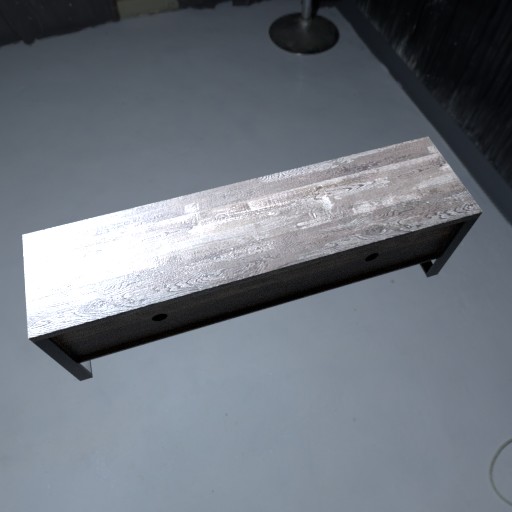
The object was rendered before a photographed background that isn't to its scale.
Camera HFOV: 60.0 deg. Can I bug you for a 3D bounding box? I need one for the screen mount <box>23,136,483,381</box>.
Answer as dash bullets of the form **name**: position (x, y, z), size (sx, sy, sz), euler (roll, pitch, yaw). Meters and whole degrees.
- **screen mount**: position (0.000, 0.000, 1.706), size (1.524, 0.450, 0.395), euler (-15, 60, -9)
